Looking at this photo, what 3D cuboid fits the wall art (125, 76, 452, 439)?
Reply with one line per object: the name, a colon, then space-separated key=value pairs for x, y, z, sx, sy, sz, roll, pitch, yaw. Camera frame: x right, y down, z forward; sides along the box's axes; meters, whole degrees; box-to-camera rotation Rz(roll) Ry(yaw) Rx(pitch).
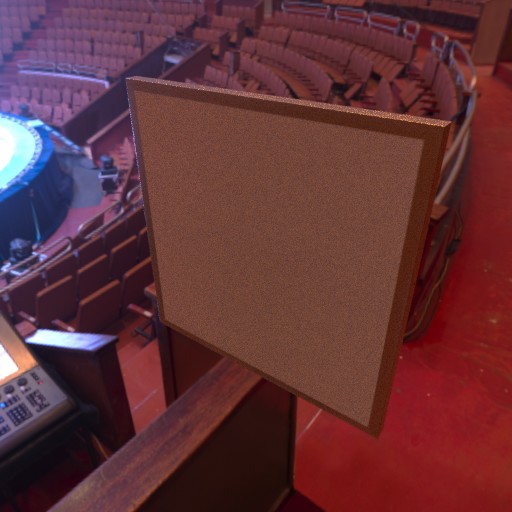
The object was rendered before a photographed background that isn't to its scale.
wall art: x=0.000 y=0.000 z=1.096 sx=0.762 sy=0.760 sz=0.037 roll=21 pitch=37 yaw=30
